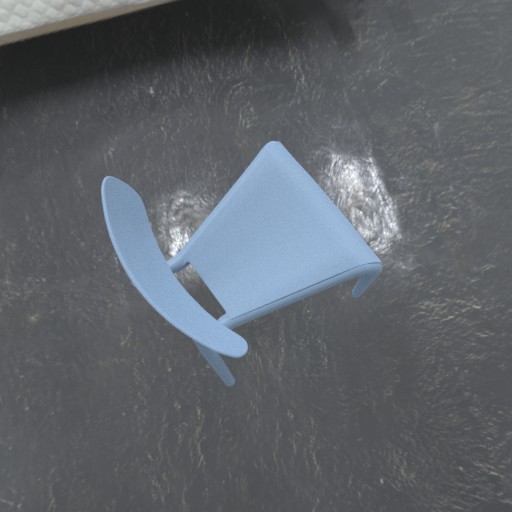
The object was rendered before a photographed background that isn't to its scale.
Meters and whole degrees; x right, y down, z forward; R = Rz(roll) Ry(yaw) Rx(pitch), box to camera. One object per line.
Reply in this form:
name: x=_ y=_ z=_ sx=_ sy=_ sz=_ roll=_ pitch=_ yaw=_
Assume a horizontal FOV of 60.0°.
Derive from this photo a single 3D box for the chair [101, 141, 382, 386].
chair: x=0.000 y=0.000 z=0.833 sx=0.401 sy=0.580 sz=0.356 roll=-36 pitch=78 yaw=-9
